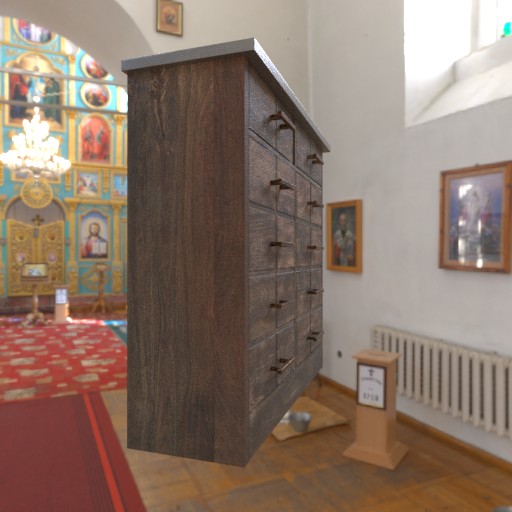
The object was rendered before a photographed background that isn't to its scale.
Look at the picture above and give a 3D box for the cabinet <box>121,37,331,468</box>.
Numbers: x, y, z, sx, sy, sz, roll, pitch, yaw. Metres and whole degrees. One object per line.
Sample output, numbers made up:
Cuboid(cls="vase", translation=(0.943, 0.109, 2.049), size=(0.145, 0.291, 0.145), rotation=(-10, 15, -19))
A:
Cuboid(cls="cabinet", translation=(0.000, 0.000, 1.442), size=(0.338, 0.919, 0.968), rotation=(0, 0, 19))
